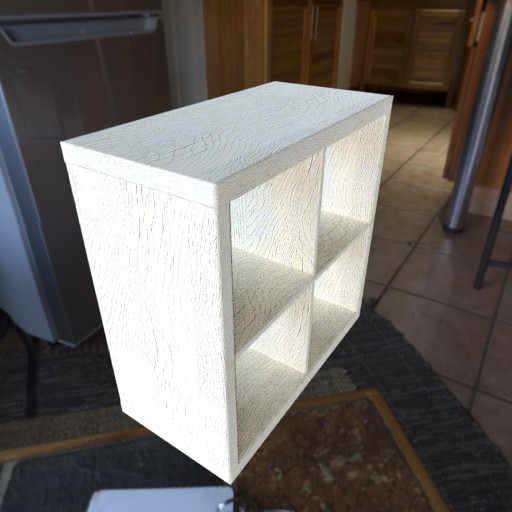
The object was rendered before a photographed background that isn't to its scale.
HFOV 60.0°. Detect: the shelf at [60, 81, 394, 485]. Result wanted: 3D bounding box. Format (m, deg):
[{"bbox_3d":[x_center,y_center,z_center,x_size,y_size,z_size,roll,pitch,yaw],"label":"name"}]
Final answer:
[{"bbox_3d":[0.000,0.000,1.258,0.390,0.786,0.790,20,36,29],"label":"shelf"}]
